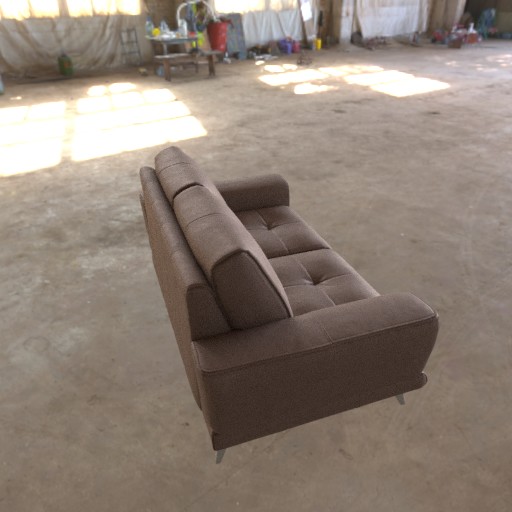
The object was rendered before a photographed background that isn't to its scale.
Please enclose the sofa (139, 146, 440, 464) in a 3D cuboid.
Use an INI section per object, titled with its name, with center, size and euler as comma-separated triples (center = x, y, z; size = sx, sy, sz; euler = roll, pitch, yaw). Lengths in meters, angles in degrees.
[sofa]
center = 0.000, 0.000, 2.400
size = 1.018, 0.907, 1.806
euler = -10, 32, -17
